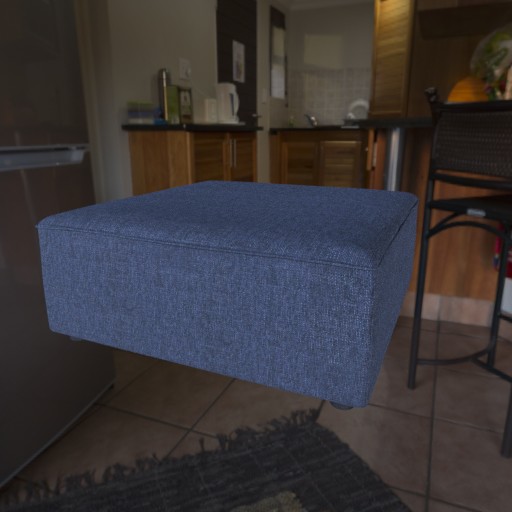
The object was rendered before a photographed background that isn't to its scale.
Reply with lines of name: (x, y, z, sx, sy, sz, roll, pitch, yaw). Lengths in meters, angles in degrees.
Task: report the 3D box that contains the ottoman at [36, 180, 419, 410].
ottoman: (0.000, 0.000, 1.591, 1.023, 0.423, 1.017, 8, 18, 24)
